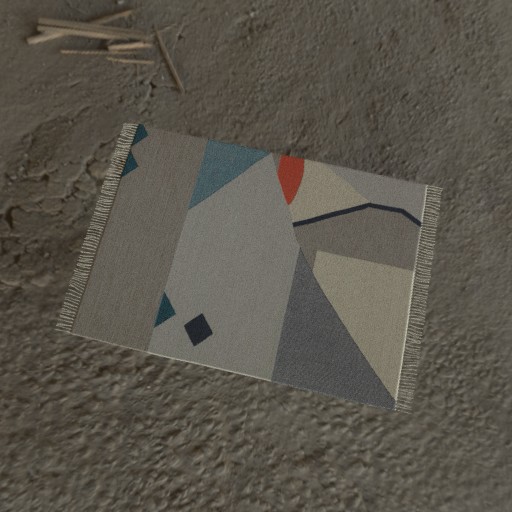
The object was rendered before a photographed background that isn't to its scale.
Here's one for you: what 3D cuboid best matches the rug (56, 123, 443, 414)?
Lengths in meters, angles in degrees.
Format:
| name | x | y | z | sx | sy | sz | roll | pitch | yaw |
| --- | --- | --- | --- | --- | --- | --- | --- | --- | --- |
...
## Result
| name | x | y | z | sx | sy | sz | roll | pitch | yaw |
| --- | --- | --- | --- | --- | --- | --- | --- | --- | --- |
| rug | 0.000 | 0.000 | 2.343 | 1.828 | 0.005 | 1.220 | 13 | 76 | 3 |
